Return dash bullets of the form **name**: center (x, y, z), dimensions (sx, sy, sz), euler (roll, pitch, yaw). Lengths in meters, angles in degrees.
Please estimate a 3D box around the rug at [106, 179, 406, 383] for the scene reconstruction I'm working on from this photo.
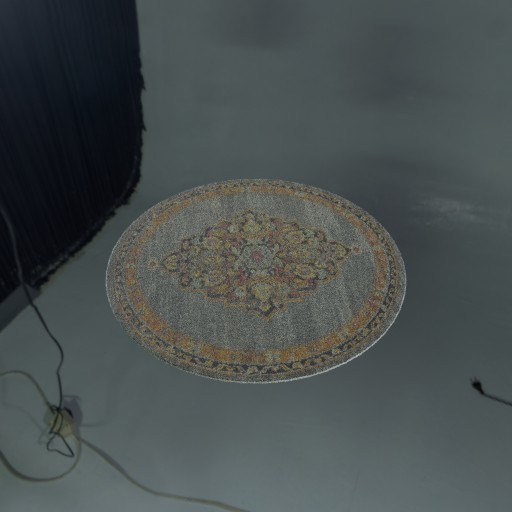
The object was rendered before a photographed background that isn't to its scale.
- **rug**: center (0.000, 0.000, 2.435), dimensions (1.598, 0.010, 1.598), euler (0, 41, 0)
